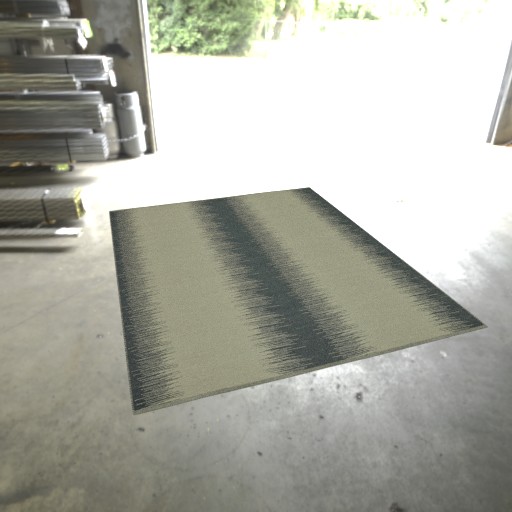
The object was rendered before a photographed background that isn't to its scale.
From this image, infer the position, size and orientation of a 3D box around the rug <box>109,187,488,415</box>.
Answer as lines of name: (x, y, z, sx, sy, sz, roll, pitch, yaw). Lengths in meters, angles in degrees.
rug: (0.000, 0.000, 4.042, 2.453, 0.004, 3.037, -9, 30, -16)
